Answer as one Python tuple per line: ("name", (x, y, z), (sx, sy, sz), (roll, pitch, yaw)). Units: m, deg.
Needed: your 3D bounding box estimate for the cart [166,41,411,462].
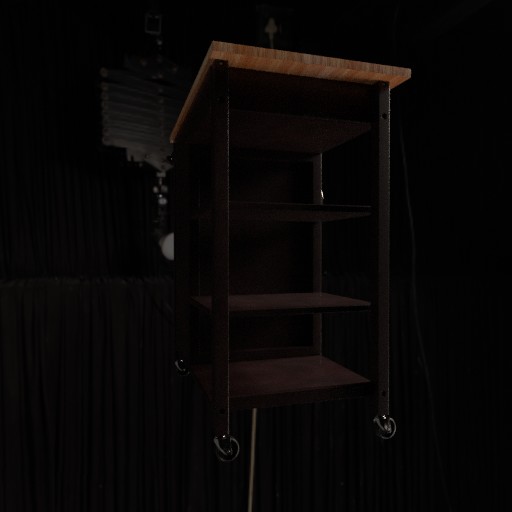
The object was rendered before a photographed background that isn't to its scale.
("cart", (0.000, 0.000, 1.403), (0.472, 0.878, 0.914), (0, 1, -17))
